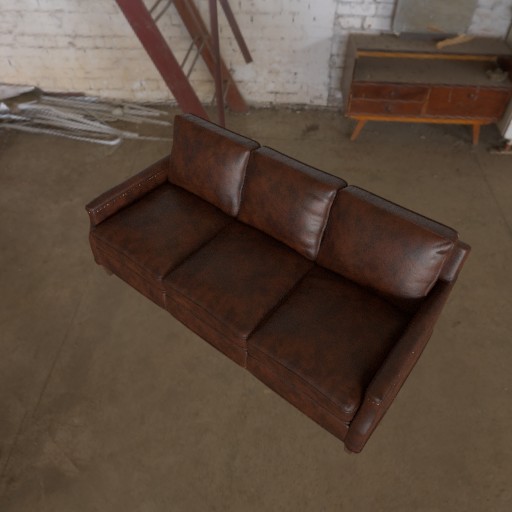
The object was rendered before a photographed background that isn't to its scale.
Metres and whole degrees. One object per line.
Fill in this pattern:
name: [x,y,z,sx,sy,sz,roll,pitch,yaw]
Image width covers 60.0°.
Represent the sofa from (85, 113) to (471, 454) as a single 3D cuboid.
sofa: [0.000,0.000,2.834,2.240,1.003,1.084,30,54,26]
